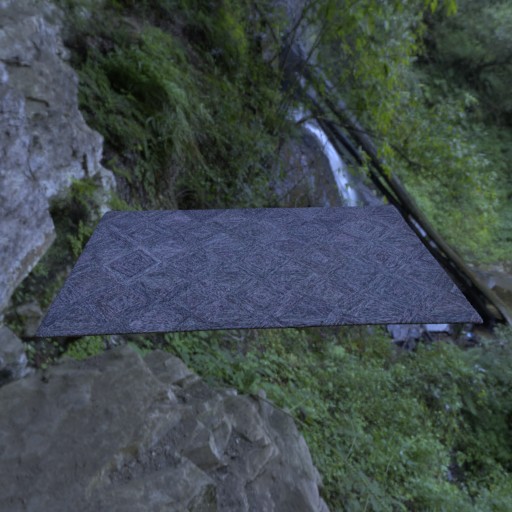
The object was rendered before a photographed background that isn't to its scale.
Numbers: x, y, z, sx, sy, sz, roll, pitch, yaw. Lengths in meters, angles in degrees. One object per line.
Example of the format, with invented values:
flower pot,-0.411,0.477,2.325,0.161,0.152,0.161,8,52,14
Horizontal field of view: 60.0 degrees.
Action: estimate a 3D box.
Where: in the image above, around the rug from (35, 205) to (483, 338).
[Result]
rug,0.000,0.000,2.210,1.752,0.013,1.158,-2,30,-3
